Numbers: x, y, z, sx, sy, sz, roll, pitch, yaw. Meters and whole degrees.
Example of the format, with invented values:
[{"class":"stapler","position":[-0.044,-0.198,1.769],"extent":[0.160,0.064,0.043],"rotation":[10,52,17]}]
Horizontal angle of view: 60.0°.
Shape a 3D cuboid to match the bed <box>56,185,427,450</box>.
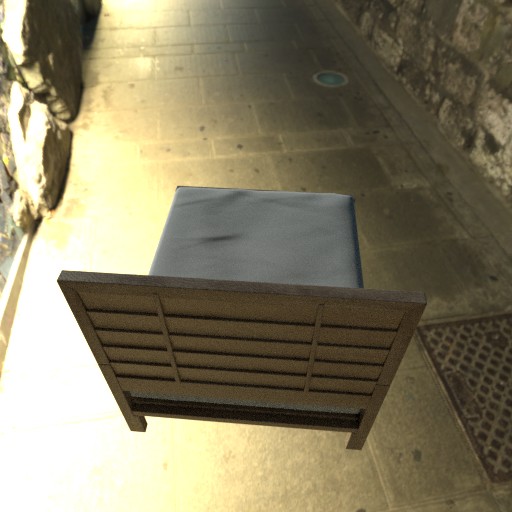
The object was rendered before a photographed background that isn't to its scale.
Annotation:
[{"class":"bed","position":[0.000,0.000,3.195],"extent":[1.615,1.631,2.017],"rotation":[3,46,3]}]
